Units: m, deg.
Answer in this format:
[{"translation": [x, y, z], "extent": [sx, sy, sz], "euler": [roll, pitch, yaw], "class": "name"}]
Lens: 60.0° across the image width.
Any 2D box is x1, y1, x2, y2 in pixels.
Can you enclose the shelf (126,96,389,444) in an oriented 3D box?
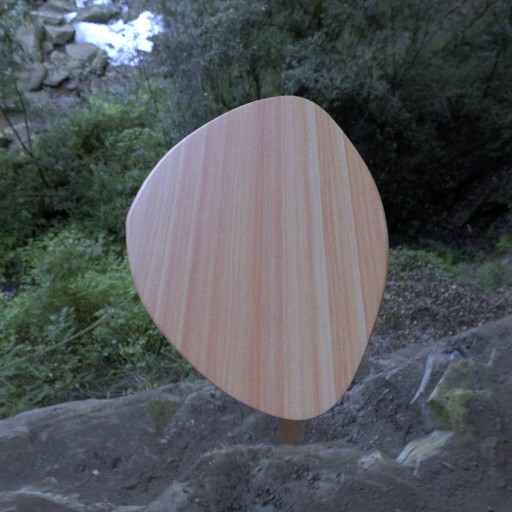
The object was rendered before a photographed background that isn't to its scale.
[{"translation": [0.000, 0.000, 1.626], "extent": [0.845, 0.440, 1.246], "euler": [1, 58, 1], "class": "shelf"}]
